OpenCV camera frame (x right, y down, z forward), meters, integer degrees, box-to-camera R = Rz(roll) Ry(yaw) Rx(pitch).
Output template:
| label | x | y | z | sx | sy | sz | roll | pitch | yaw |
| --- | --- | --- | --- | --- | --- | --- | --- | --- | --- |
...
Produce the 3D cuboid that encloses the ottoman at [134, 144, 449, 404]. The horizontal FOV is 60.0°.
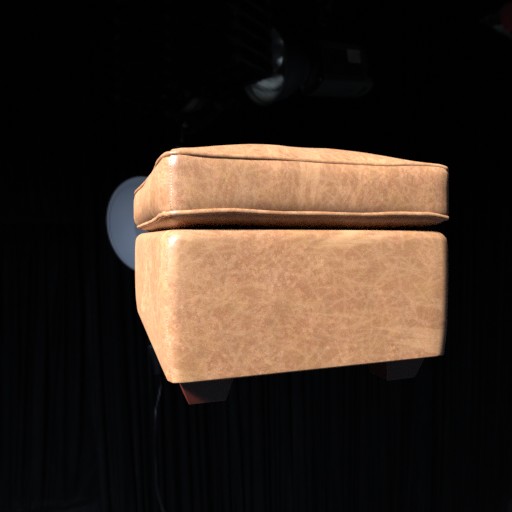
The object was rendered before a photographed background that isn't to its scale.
| label | x | y | z | sx | sy | sz | roll | pitch | yaw |
| --- | --- | --- | --- | --- | --- | --- | --- | --- | --- |
| ottoman | 0.000 | 0.000 | 1.109 | 0.554 | 0.468 | 0.756 | -1 | 2 | -19 |
